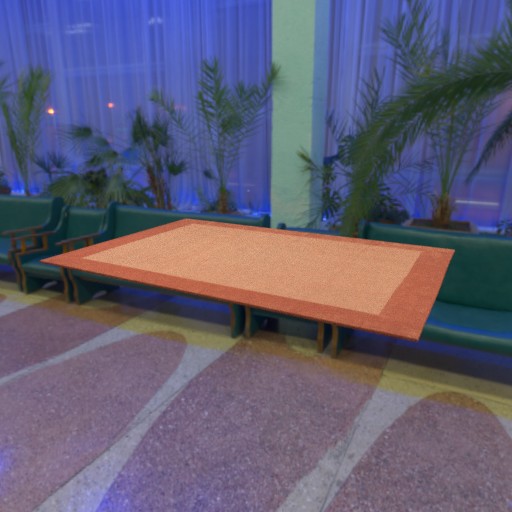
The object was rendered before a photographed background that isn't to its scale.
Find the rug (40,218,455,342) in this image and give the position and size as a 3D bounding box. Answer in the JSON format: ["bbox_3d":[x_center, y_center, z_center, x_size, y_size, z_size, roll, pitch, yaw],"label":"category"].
[{"bbox_3d":[0.000,0.000,2.338,1.829,0.014,1.219,9,18,27],"label":"rug"}]
